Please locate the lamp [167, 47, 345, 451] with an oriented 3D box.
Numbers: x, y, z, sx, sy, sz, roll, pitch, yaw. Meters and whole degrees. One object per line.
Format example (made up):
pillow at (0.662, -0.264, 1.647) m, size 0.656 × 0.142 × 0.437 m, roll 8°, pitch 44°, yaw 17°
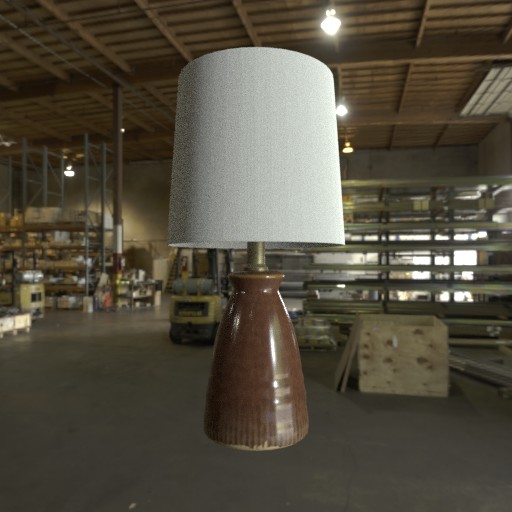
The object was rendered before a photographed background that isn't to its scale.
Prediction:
lamp at (0.000, 0.000, 0.473) m, size 0.186 × 0.369 × 0.186 m, roll 0°, pitch -1°, yaw 0°
